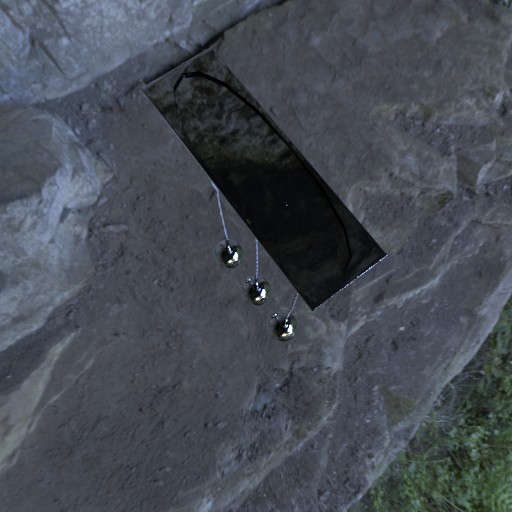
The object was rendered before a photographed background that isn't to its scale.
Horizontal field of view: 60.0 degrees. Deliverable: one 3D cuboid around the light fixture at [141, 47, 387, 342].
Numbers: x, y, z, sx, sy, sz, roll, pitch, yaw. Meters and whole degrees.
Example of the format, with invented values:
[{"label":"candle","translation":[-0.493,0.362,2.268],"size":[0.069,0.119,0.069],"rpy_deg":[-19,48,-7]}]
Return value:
[{"label":"light fixture","translation":[0.000,0.000,1.606],"size":[0.188,1.408,0.623],"rpy_deg":[-35,77,-9]}]
